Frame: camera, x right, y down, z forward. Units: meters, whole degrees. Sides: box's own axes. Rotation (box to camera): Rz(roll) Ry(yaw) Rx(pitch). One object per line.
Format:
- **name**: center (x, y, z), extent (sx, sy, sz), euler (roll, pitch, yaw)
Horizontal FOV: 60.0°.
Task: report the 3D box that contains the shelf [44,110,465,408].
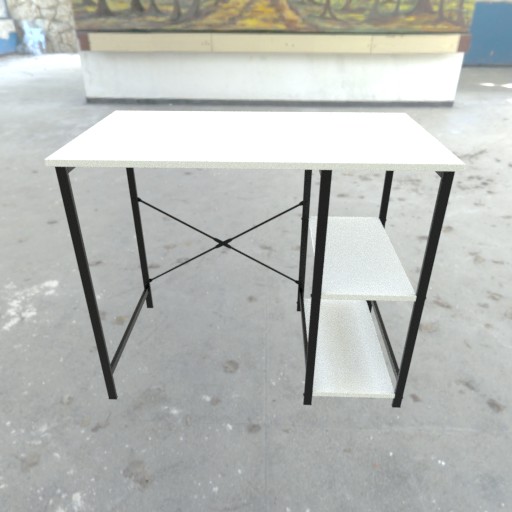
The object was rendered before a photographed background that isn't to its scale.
- **shelf**: center (0.000, 0.000, 1.350), extent (0.902, 0.750, 0.498), euler (1, 30, 2)
